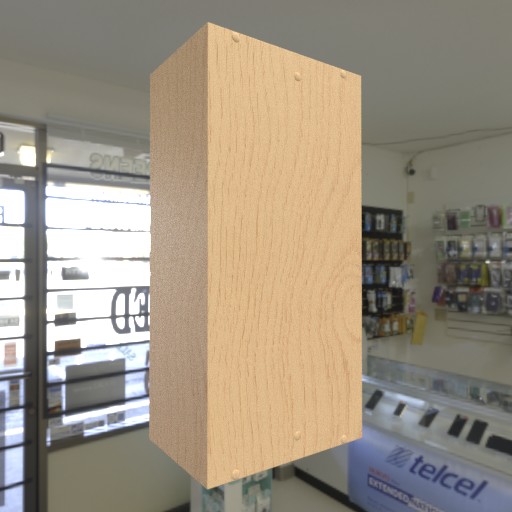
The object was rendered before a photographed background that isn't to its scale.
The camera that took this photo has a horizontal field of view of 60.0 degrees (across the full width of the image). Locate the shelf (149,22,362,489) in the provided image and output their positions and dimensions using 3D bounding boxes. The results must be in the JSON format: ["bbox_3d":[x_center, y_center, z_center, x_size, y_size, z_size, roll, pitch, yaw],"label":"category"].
[{"bbox_3d":[0.000,0.000,0.732,0.290,0.600,0.200,0,-1,-35],"label":"shelf"}]
